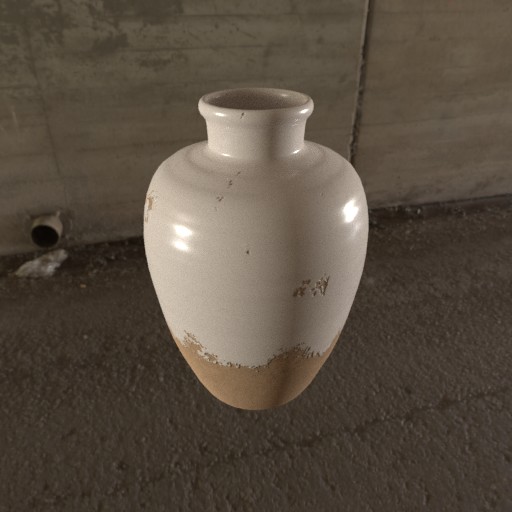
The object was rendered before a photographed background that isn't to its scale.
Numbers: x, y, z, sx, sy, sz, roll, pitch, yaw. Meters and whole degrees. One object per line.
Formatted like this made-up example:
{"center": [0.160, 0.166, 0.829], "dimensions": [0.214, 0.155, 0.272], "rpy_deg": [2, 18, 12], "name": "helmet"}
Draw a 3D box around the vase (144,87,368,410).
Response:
{"center": [0.000, 0.000, 0.333], "dimensions": [0.158, 0.228, 0.158], "rpy_deg": [0, 31, 0], "name": "vase"}
